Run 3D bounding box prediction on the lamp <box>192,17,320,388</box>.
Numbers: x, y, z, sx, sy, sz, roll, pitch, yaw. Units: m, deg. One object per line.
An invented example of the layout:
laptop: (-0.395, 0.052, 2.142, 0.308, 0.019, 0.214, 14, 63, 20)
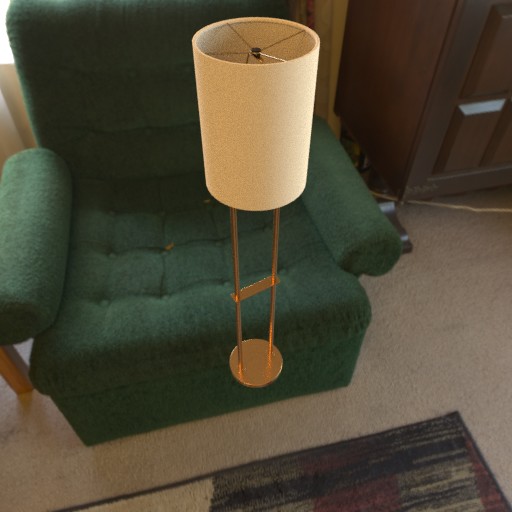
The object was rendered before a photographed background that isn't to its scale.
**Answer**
lamp: (0.000, 0.000, 1.603, 0.306, 1.500, 0.305, -23, 50, -21)
